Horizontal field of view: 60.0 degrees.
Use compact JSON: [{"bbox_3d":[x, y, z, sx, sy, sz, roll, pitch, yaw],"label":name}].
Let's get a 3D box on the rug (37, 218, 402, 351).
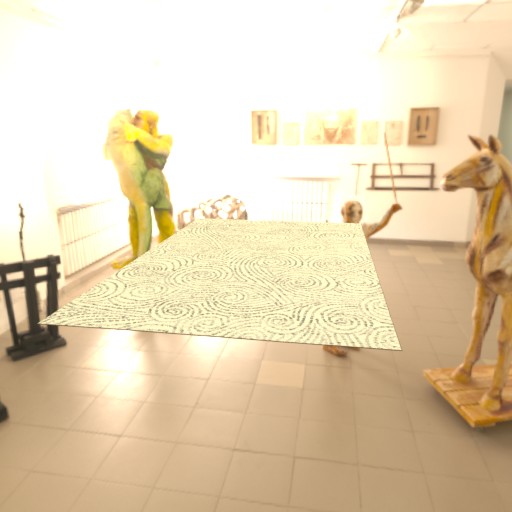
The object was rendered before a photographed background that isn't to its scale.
[{"bbox_3d":[0.000,0.000,2.956,1.524,0.005,2.439,3,16,9],"label":"rug"}]
